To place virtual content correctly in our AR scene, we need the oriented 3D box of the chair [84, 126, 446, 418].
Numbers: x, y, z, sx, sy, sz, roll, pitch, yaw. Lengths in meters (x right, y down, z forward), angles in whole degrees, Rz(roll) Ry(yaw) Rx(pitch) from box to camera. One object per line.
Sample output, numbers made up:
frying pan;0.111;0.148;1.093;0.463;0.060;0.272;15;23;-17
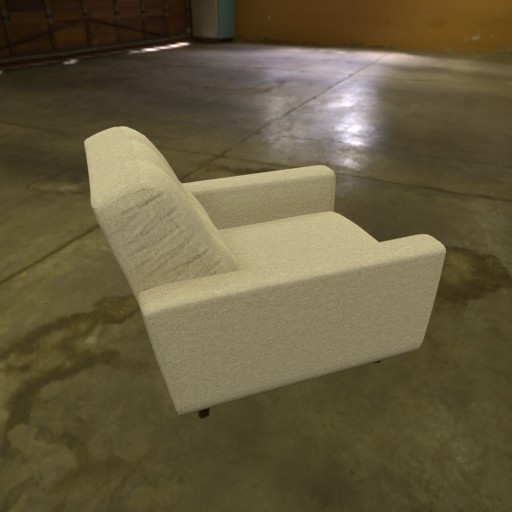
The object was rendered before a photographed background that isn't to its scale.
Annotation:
chair;0.000;0.000;1.776;1.128;0.965;0.897;-11;32;-17
